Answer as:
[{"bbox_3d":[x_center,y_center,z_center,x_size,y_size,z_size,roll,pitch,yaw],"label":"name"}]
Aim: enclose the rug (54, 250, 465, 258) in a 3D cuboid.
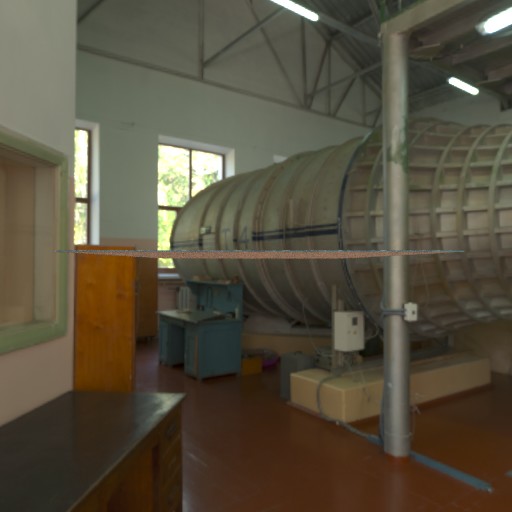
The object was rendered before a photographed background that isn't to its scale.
[{"bbox_3d":[0.000,0.000,4.162,2.337,0.013,3.291,0,-1,-1],"label":"rug"}]
